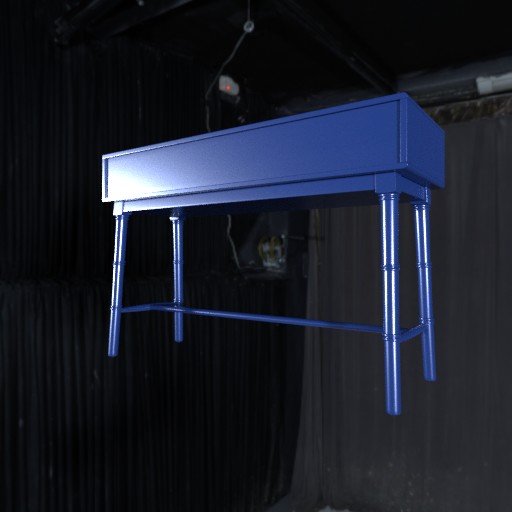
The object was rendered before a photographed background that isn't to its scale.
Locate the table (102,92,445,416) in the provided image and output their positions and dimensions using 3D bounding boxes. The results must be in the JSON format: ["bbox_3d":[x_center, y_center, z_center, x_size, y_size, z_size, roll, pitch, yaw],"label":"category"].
[{"bbox_3d":[0.000,0.000,1.490,1.118,0.749,0.399,0,0,35],"label":"table"}]
